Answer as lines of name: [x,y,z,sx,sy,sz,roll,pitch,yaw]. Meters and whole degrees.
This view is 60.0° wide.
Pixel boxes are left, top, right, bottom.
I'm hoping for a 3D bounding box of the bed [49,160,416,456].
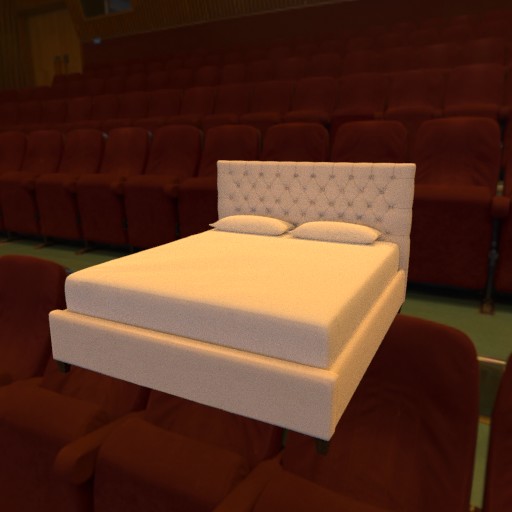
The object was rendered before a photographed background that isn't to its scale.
bed: [0.000,0.000,3.590,2.078,1.427,2.387,7,15,26]
